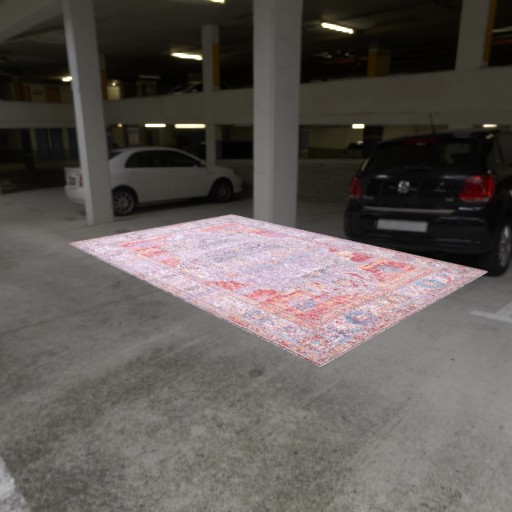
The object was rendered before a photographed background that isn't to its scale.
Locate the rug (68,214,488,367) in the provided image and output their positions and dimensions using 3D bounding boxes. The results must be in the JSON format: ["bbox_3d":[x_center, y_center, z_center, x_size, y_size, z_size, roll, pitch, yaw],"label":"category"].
[{"bbox_3d":[0.000,0.000,2.285,1.219,0.005,1.829,-15,22,-41],"label":"rug"}]
